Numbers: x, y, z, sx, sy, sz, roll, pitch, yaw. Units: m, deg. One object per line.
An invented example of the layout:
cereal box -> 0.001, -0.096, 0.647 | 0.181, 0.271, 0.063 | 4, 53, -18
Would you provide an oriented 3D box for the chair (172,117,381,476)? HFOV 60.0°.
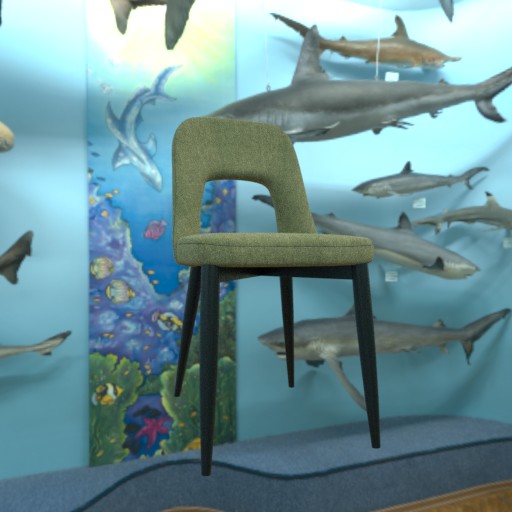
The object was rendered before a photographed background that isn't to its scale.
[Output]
chair -> 0.000, 0.000, 1.275 | 0.470, 0.931, 0.612 | 0, 1, -18
